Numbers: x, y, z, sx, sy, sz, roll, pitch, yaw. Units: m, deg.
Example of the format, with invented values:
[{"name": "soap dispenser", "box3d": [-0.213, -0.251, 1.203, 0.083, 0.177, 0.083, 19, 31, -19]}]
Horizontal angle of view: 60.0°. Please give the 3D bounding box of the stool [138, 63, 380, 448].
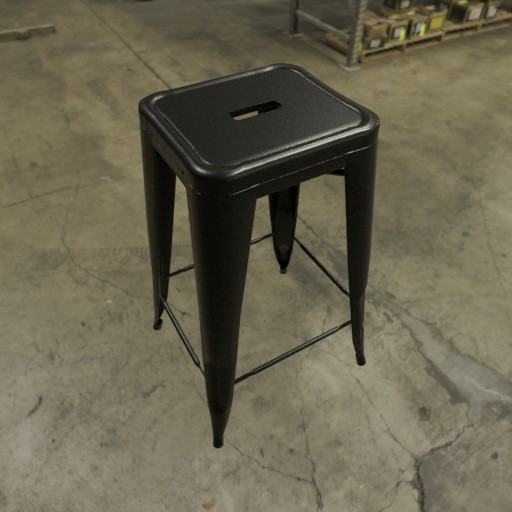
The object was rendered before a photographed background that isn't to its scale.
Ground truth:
[{"name": "stool", "box3d": [0.000, 0.000, 0.858, 0.399, 0.609, 0.359, -23, 50, -21]}]
